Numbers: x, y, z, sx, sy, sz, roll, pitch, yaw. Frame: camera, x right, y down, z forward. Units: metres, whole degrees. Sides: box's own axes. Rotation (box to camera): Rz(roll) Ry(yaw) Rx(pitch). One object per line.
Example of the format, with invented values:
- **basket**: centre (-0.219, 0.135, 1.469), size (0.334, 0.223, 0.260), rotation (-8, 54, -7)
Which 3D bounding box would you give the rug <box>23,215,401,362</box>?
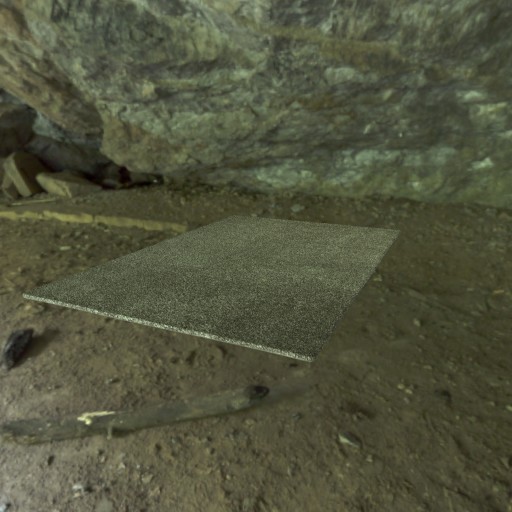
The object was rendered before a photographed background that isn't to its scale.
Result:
- **rug**: centre (0.000, 0.000, 3.433), size (1.802, 0.026, 2.699), rotation (7, 18, 24)
